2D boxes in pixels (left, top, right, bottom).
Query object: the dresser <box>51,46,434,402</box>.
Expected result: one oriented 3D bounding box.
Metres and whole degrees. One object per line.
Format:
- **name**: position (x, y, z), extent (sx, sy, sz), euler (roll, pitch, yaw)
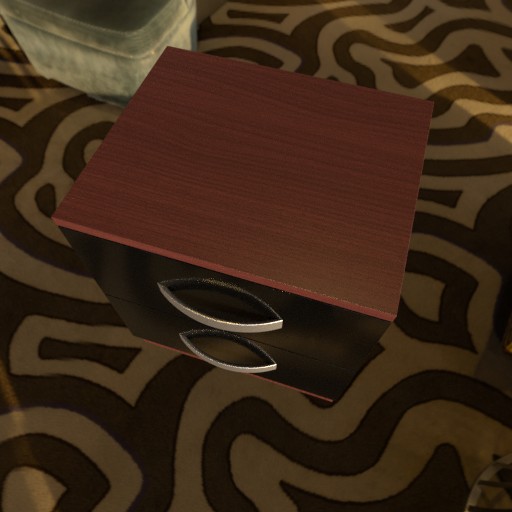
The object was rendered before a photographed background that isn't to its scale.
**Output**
- **dresser**: position (0.000, 0.000, 0.759), extent (0.400, 0.470, 0.360), euler (16, 61, 9)
